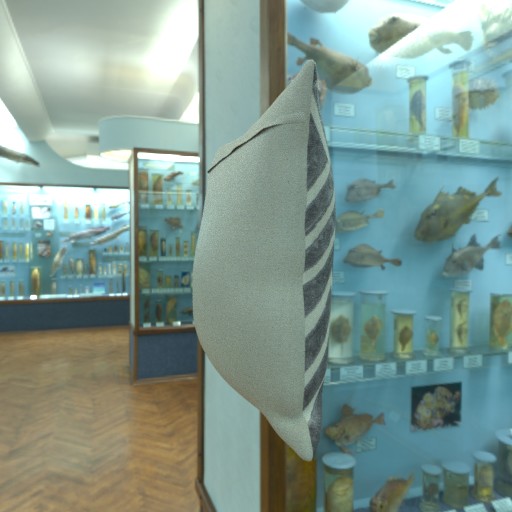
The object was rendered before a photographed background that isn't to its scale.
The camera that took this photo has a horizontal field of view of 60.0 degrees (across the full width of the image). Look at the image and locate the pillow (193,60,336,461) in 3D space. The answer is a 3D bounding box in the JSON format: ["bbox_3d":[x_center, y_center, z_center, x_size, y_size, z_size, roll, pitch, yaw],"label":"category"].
[{"bbox_3d":[0.000,0.000,0.686,0.182,0.441,0.440,0,1,-18],"label":"pillow"}]
